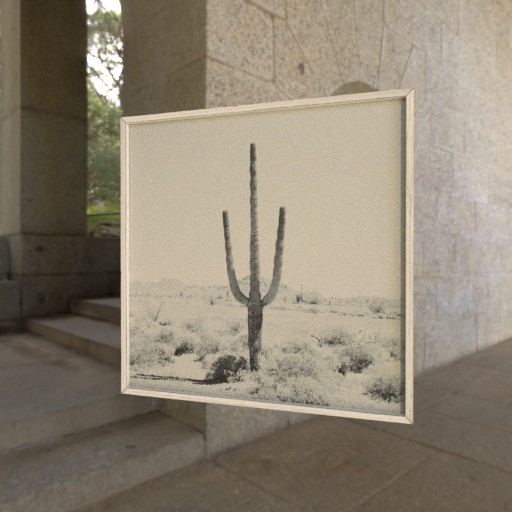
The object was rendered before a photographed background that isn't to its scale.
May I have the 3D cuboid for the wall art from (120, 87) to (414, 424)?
[{"bbox_3d":[0.000,0.000,0.760,0.508,0.508,0.038,0,0,17],"label":"wall art"}]
